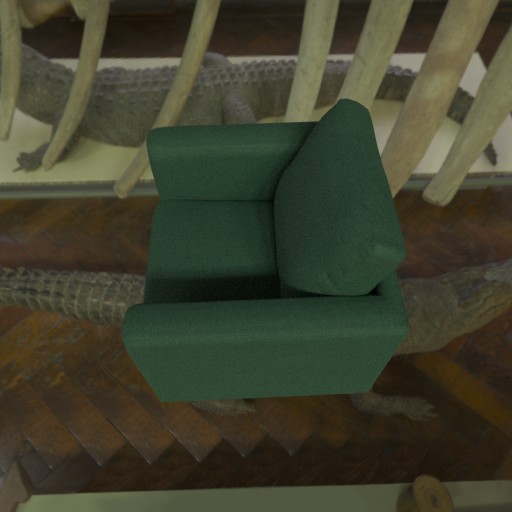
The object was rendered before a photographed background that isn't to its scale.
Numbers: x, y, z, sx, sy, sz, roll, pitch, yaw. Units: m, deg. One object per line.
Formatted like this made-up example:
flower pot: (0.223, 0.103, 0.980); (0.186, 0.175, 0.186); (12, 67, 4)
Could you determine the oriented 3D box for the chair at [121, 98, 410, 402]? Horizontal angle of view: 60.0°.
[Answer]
chair: (0.000, 0.000, 1.587); (0.800, 0.927, 0.855); (-2, 57, -1)
